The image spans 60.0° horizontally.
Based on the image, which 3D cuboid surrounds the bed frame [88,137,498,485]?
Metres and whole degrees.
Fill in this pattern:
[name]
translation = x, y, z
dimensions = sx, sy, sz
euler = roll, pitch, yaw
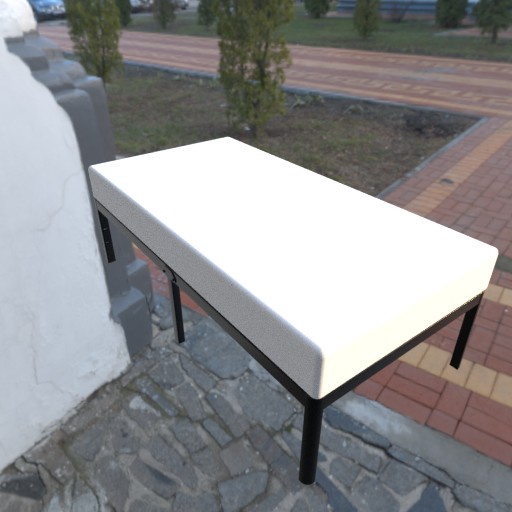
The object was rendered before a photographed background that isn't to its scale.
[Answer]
[bed frame]
translation = 0.000, 0.000, 2.350
dimensions = 1.023, 0.659, 1.950
euler = -21, 37, -31
